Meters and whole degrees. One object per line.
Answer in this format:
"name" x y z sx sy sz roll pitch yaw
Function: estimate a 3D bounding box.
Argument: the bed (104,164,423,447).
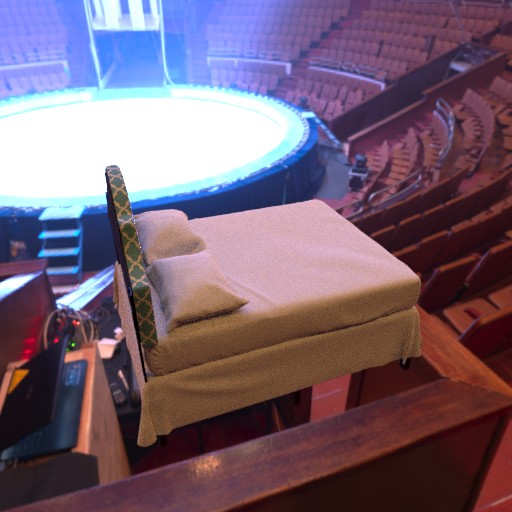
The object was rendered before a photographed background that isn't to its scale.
"bed" 0.000 0.000 3.437 2.222 1.633 1.780 -11 32 -18
